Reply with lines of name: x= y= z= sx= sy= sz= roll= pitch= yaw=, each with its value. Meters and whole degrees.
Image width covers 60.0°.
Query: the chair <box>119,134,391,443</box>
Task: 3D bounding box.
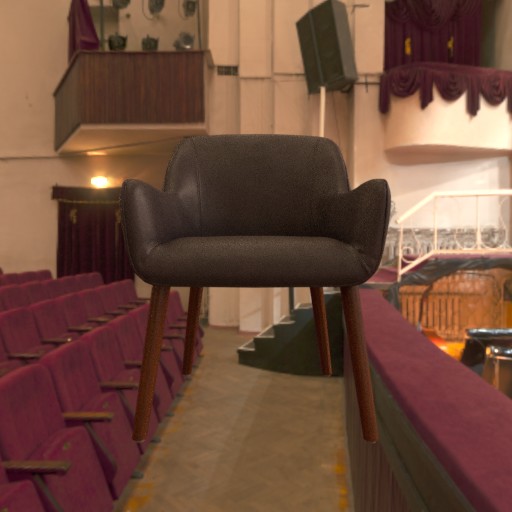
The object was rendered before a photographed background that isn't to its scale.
chair: x=0.000 y=0.000 z=1.269 sx=0.610 sy=0.828 sz=0.610 roll=0 pitch=1 yaw=1
